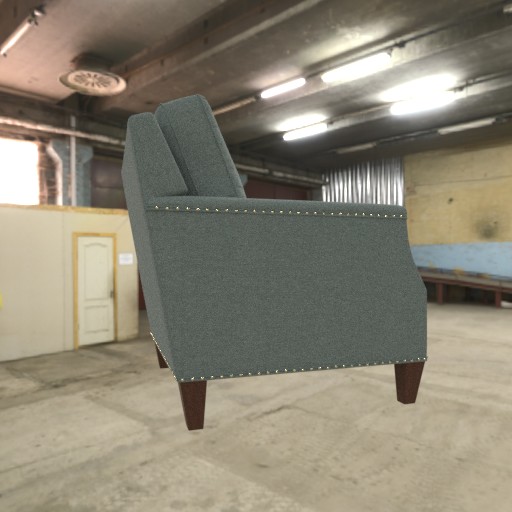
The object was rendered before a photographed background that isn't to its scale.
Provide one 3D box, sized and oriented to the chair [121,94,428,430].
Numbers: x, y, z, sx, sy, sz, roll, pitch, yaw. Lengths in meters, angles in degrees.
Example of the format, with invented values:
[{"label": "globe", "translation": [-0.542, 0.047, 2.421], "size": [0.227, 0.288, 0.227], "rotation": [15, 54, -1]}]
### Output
[{"label": "chair", "translation": [0.000, 0.000, 1.799], "size": [1.031, 1.031, 0.885], "rotation": [0, 0, -18]}]
